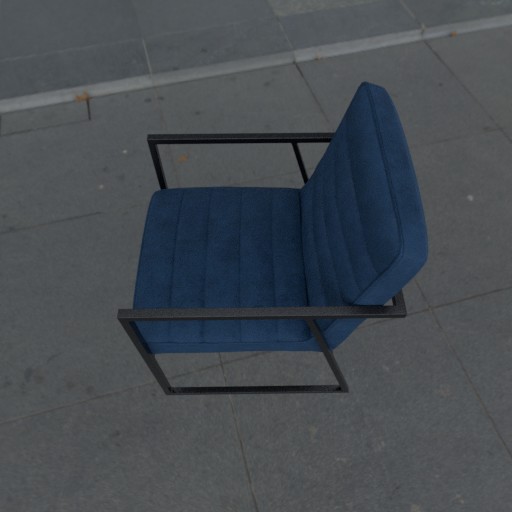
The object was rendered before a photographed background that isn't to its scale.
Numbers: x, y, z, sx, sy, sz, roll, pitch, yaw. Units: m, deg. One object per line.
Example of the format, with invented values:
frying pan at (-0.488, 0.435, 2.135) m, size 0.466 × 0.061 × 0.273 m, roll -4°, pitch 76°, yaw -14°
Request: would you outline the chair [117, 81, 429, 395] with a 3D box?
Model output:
chair at (0.000, 0.000, 1.286) m, size 0.677 × 0.833 × 0.571 m, roll 0°, pitch 58°, yaw 0°
